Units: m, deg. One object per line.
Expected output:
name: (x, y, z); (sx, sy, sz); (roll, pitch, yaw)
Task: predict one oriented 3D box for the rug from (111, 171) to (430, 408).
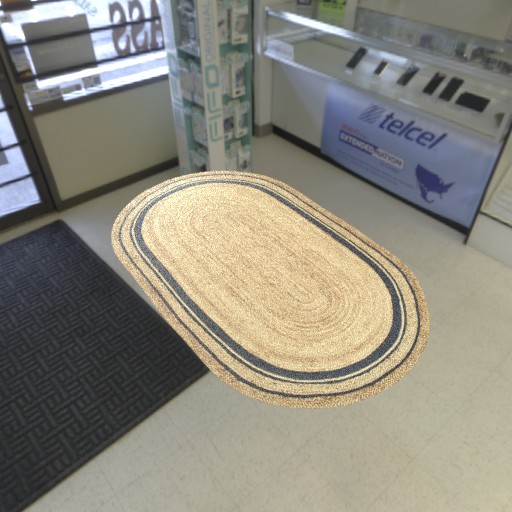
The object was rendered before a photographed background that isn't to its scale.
rug: (0.000, 0.000, 2.998); (1.520, 0.006, 2.432); (-27, 48, -27)
